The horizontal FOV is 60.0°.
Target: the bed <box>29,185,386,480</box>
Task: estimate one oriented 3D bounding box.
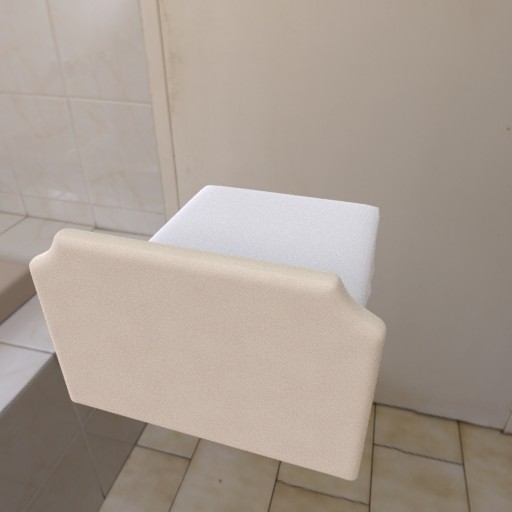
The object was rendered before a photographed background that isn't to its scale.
[{"bbox_3d":[0.000,0.000,3.176,1.827,1.296,2.209,9,33,15],"label":"bed"}]
